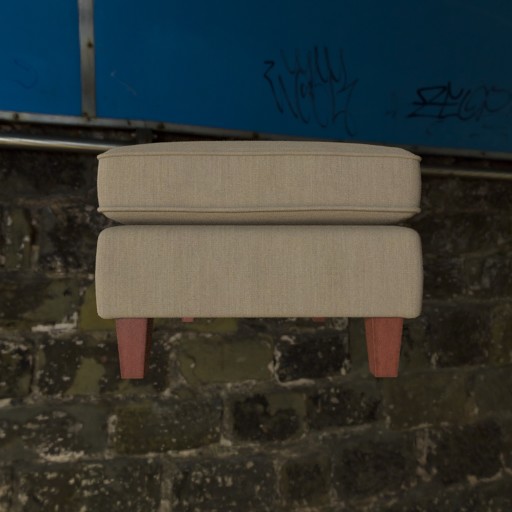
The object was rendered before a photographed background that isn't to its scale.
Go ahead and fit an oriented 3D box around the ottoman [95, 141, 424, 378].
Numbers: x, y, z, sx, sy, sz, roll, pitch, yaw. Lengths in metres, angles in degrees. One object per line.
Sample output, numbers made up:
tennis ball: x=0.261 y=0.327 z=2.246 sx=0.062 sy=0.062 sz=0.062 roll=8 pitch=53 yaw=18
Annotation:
ottoman: x=0.000 y=0.000 z=1.276 sx=0.636 sy=0.480 sz=0.941 roll=0 pitch=-1 yaw=-1
